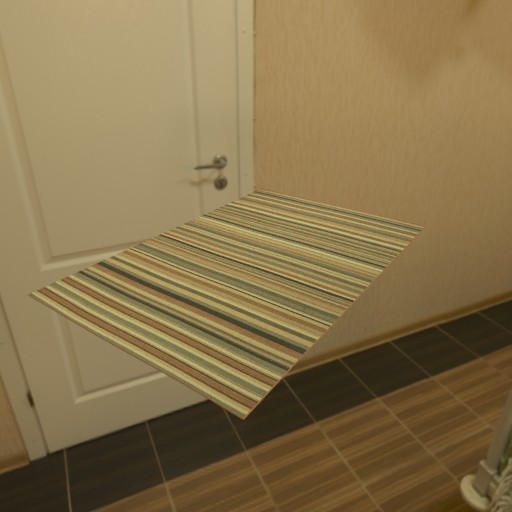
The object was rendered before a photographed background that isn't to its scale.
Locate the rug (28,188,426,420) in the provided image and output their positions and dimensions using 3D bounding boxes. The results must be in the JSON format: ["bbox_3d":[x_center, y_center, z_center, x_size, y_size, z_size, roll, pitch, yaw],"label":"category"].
[{"bbox_3d":[0.000,0.000,2.333,1.219,0.008,1.829,18,32,31],"label":"rug"}]
